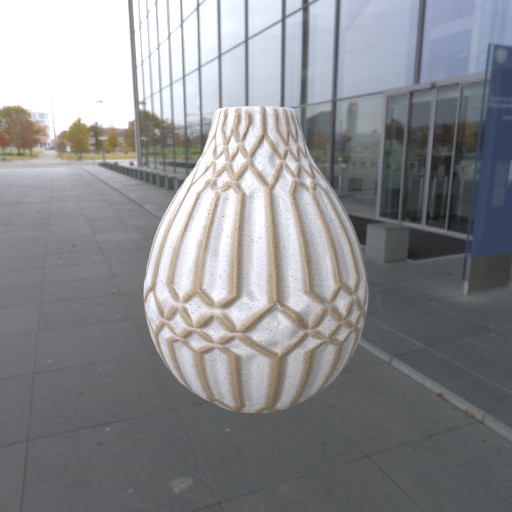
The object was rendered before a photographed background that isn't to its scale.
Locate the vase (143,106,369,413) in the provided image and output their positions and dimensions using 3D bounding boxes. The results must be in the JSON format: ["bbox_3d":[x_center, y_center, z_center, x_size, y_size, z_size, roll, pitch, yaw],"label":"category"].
[{"bbox_3d":[0.000,0.000,0.318,0.159,0.200,0.159,0,13,0],"label":"vase"}]
